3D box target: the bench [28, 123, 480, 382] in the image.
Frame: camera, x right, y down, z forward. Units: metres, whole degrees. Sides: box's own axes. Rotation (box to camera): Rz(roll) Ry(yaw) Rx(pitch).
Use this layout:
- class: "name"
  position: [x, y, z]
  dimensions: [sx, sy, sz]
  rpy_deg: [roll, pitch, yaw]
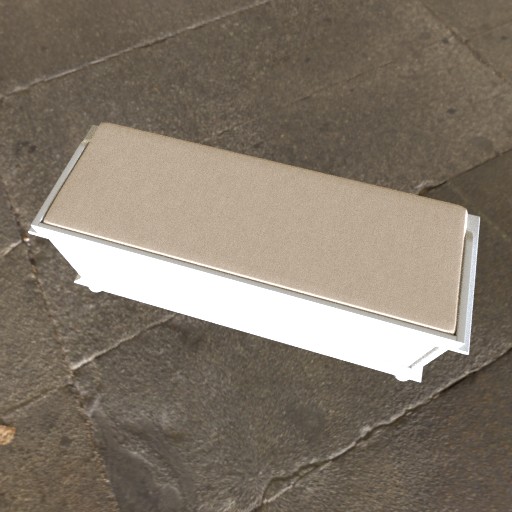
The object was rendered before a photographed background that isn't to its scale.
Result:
- class: "bench"
  position: [0.000, 0.000, 1.399]
  dimensions: [1.185, 0.486, 0.402]
  rpy_deg: [15, 64, 7]
